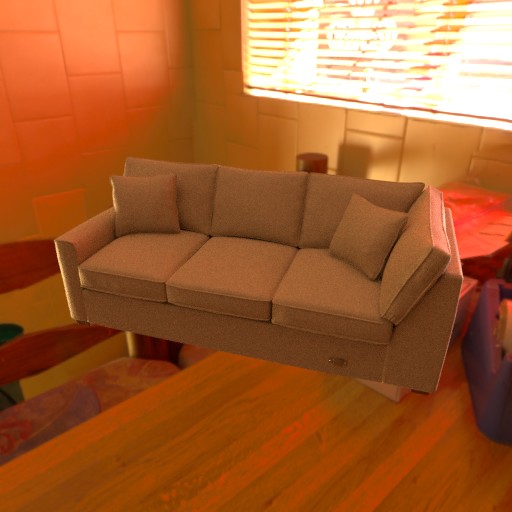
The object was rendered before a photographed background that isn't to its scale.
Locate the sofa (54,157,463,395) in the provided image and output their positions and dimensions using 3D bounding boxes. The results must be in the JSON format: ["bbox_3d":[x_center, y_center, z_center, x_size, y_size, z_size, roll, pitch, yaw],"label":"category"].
[{"bbox_3d":[0.000,0.000,2.863,2.317,0.962,1.061,8,27,16],"label":"sofa"}]
